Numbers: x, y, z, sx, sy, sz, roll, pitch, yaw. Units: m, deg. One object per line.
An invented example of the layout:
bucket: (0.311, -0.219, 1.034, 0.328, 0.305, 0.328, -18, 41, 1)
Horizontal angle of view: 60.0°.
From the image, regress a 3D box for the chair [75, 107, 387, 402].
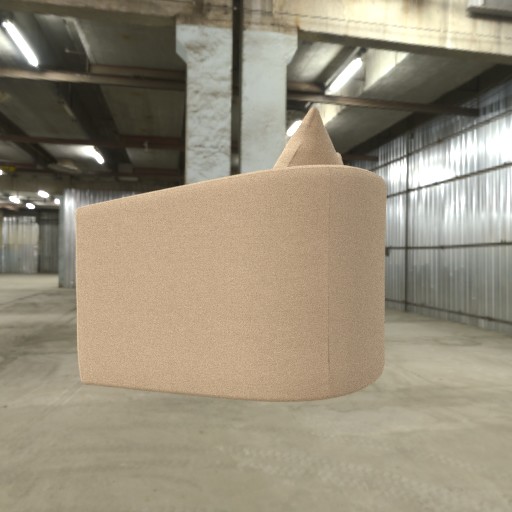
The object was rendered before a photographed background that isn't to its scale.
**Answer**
chair: (0.000, 0.000, 1.605, 0.910, 0.848, 0.845, 0, -1, 18)
